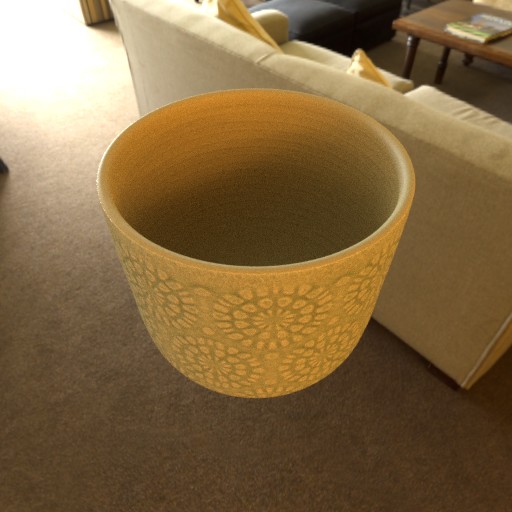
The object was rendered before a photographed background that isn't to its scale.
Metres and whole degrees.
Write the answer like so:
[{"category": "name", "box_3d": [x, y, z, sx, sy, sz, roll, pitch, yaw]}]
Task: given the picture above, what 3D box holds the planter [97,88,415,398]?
[{"category": "planter", "box_3d": [0.000, 0.000, 0.296, 0.169, 0.153, 0.169, 0, 46, 0]}]
